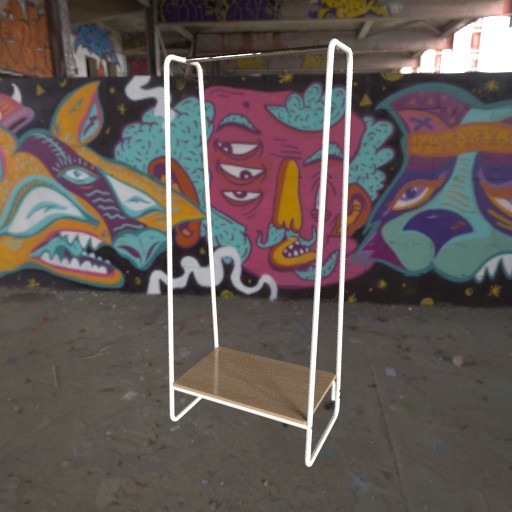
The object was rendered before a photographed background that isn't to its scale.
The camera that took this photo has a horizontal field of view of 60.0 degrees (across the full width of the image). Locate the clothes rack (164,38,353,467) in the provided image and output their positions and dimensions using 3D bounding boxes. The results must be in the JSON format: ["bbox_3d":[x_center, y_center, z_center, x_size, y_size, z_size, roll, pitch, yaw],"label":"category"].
[{"bbox_3d":[0.000,0.000,1.763,0.640,1.500,0.400,7,17,26],"label":"clothes rack"}]
